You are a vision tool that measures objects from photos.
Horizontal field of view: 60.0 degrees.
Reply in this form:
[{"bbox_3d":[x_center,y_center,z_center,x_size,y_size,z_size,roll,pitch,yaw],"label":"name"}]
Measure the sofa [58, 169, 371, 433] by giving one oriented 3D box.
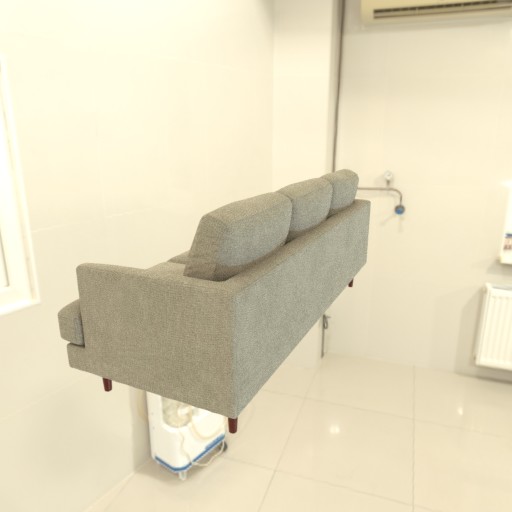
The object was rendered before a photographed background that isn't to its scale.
[{"bbox_3d":[0.000,0.000,2.718,0.903,0.930,2.246,8,18,25],"label":"sofa"}]
